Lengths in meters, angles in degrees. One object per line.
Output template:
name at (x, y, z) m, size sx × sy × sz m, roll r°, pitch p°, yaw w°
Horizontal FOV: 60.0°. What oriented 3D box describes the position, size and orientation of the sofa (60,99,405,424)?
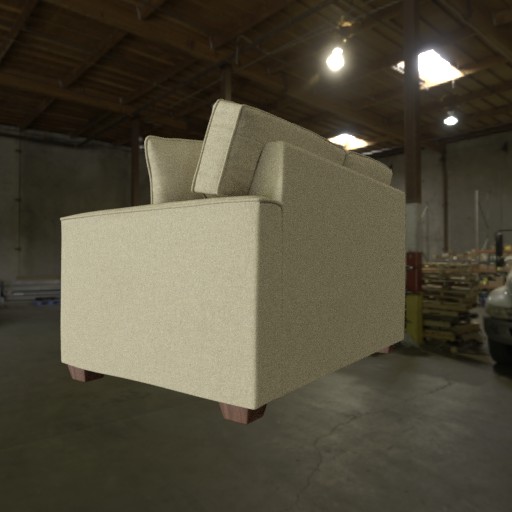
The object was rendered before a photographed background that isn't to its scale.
sofa at (0.000, 0.000, 2.053) m, size 0.991 × 0.989 × 1.388 m, roll -1°, pitch -1°, yaw 35°
